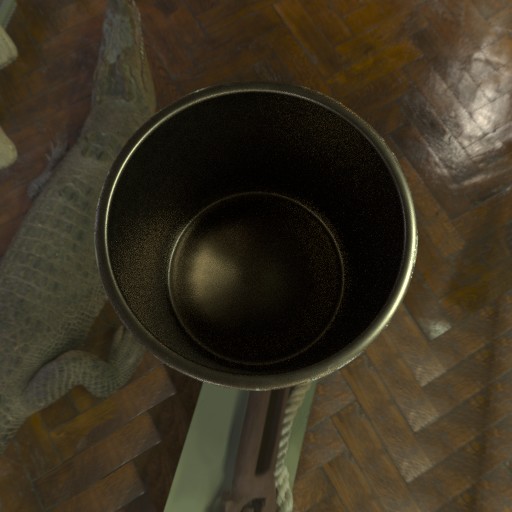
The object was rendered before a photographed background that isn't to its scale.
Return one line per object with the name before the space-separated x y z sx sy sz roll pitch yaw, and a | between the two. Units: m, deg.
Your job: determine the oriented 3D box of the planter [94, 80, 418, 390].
planter | 0.000 0.000 0.393 0.221 0.201 0.221 0 77 0
